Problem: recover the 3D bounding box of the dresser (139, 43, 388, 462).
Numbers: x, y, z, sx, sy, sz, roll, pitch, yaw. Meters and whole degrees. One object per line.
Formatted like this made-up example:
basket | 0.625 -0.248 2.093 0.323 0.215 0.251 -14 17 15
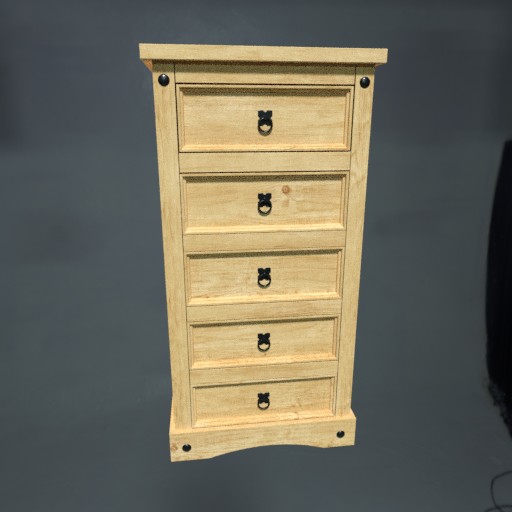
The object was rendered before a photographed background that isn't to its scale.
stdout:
dresser | 0.000 0.000 1.271 0.531 1.041 0.390 -2 17 -7
